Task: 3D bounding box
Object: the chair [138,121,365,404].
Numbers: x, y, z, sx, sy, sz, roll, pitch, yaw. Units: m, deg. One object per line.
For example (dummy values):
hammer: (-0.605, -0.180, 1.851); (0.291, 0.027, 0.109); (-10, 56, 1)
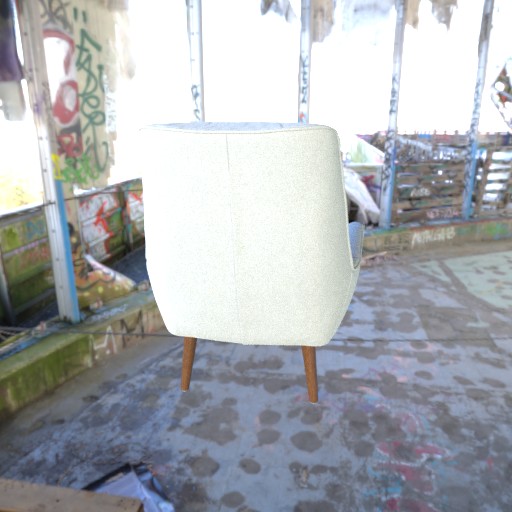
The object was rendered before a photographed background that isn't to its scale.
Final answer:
chair: (0.000, 0.000, 1.537); (0.787, 0.888, 0.822); (3, 17, 9)
